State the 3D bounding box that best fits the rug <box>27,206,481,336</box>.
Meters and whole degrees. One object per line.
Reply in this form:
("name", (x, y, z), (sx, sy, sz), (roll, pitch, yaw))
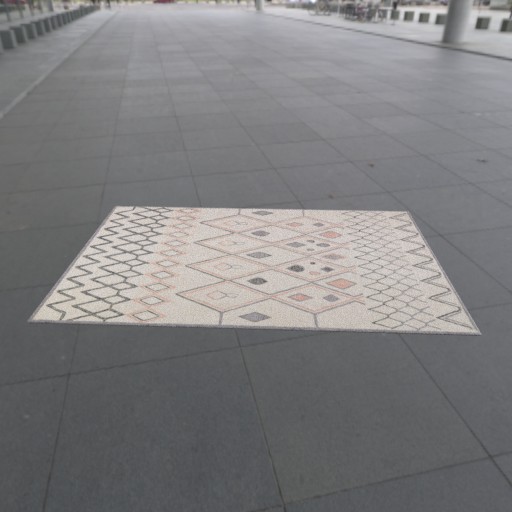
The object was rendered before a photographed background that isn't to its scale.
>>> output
("rug", (0.000, 0.000, 3.027), (2.438, 0.015, 1.524), (1, 31, 2))
